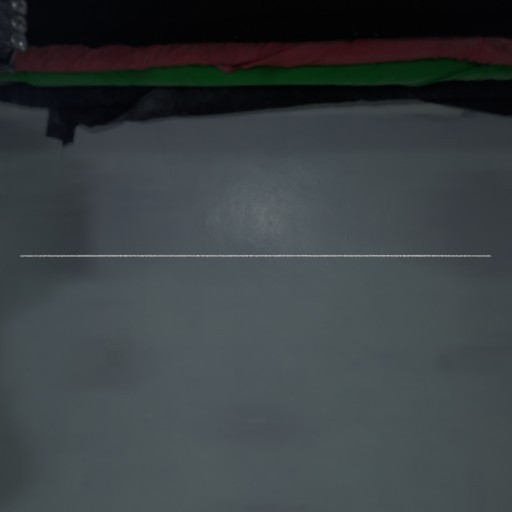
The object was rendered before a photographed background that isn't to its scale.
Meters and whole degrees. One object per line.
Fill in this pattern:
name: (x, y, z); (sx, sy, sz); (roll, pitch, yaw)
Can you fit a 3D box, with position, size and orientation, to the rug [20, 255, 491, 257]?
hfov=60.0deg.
rug: (0.000, 0.000, 2.670); (2.432, 0.008, 0.766); (0, 0, 0)
